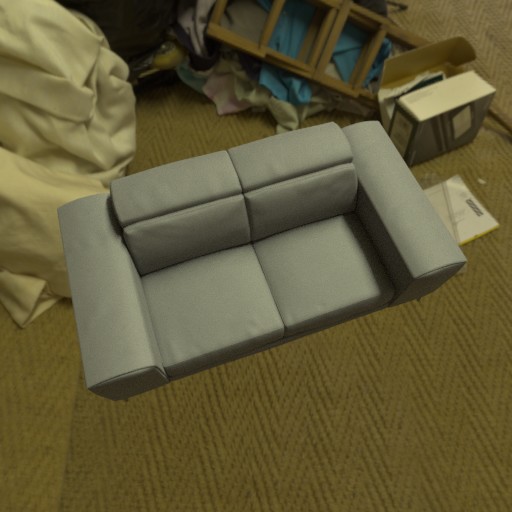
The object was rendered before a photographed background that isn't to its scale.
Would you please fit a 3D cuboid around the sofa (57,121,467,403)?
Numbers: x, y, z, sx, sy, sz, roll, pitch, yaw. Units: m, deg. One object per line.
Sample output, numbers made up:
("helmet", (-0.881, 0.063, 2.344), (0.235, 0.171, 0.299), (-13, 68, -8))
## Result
("sofa", (0.000, 0.000, 2.447), (1.895, 0.779, 1.003), (-17, 64, -9))
